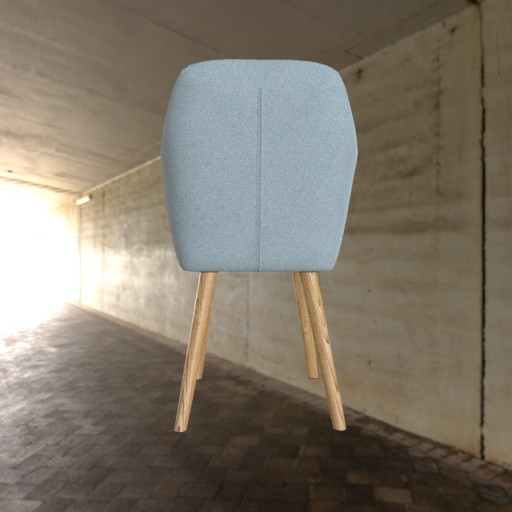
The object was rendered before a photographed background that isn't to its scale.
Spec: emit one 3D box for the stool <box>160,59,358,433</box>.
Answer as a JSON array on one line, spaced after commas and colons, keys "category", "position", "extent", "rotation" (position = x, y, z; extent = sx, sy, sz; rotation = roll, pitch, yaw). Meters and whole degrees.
[{"category": "stool", "position": [0.000, 0.000, 1.220], "extent": [0.503, 0.830, 0.590], "rotation": [0, 0, -2]}]
